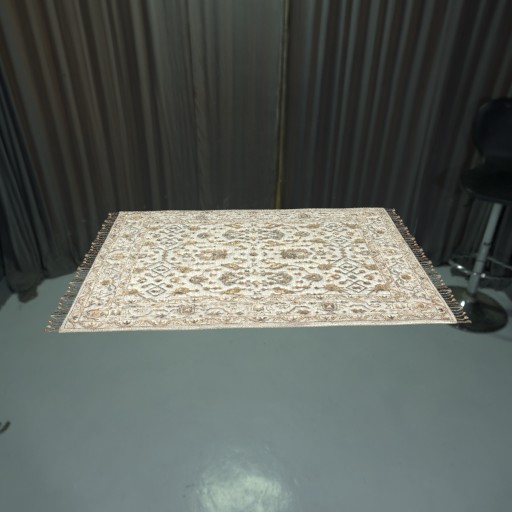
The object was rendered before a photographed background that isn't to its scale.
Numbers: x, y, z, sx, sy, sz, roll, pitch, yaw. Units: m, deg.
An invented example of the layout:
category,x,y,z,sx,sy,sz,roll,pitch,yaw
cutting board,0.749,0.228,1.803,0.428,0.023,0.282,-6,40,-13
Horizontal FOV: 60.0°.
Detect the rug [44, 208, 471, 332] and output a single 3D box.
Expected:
category,x,y,z,sx,sy,sz,roll,pitch,yaw
rug,0.000,0.000,3.138,2.434,0.027,1.529,-1,31,-2
